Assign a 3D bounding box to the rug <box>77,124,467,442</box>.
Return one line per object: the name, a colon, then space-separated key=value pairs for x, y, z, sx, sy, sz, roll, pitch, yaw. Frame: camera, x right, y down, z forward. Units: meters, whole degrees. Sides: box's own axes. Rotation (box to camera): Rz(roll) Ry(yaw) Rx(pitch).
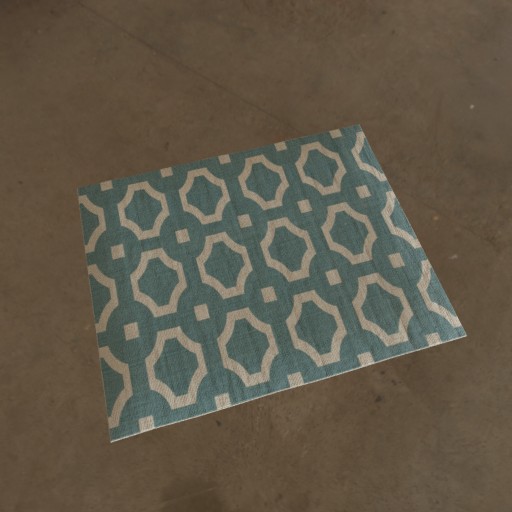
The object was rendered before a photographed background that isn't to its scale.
rug: x=0.000 y=0.000 z=4.130 sx=3.049 sy=0.021 sz=2.466 roll=-14 pitch=65 yaw=-7
